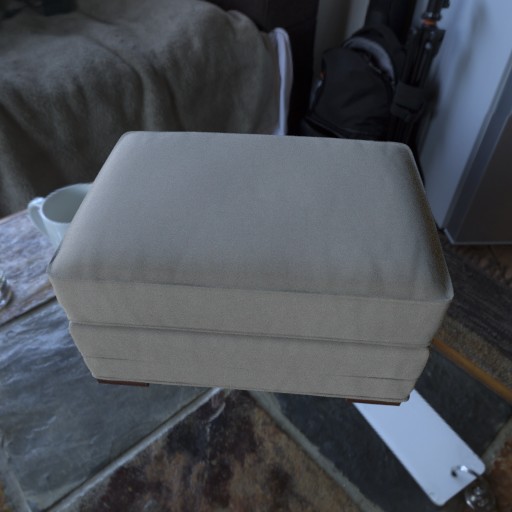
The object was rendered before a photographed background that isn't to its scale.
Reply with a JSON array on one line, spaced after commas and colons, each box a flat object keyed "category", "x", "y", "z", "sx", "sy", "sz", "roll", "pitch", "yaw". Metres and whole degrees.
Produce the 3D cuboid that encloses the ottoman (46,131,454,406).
[{"category": "ottoman", "x": 0.000, "y": 0.000, "z": 1.208, "sx": 0.848, "sy": 0.482, "sz": 0.611, "roll": 3, "pitch": 45, "yaw": 3}]
